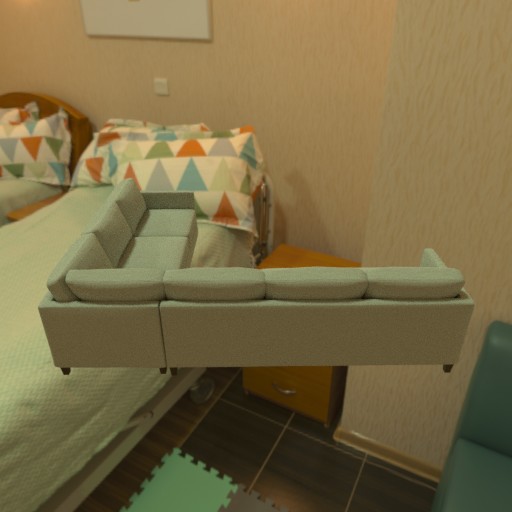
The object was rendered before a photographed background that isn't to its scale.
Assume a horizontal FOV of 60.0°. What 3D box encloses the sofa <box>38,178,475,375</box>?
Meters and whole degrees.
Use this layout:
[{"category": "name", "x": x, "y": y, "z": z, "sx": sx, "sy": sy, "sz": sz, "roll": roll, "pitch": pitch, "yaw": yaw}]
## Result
[{"category": "sofa", "x": 0.000, "y": 0.000, "z": 4.506, "sx": 3.333, "sy": 0.934, "sz": 2.522, "roll": 0, "pitch": 29, "yaw": -1}]
